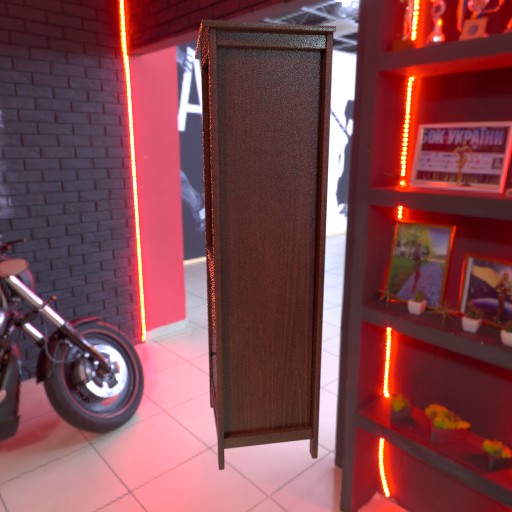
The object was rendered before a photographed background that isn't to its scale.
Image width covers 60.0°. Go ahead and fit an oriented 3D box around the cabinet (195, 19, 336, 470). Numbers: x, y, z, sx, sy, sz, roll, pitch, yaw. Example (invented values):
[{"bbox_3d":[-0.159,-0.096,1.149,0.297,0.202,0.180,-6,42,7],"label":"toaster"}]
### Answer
[{"bbox_3d":[0.000,0.000,1.710,0.401,1.518,0.500,-2,14,-10],"label":"cabinet"}]
